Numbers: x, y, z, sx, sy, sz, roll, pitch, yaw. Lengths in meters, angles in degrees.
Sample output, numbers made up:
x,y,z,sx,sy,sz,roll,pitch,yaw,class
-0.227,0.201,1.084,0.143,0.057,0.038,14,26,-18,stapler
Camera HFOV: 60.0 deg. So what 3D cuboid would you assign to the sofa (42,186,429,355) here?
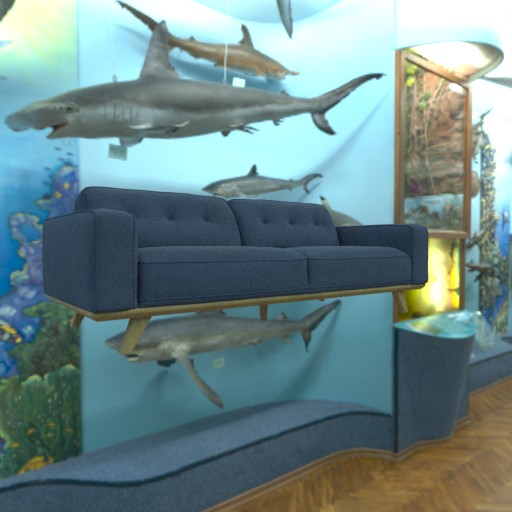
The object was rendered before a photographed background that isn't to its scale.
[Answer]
x,y,z,sx,sy,sz,roll,pitch,yaw,class
0.000,0.000,2.715,2.270,0.782,0.953,-1,2,-37,sofa
